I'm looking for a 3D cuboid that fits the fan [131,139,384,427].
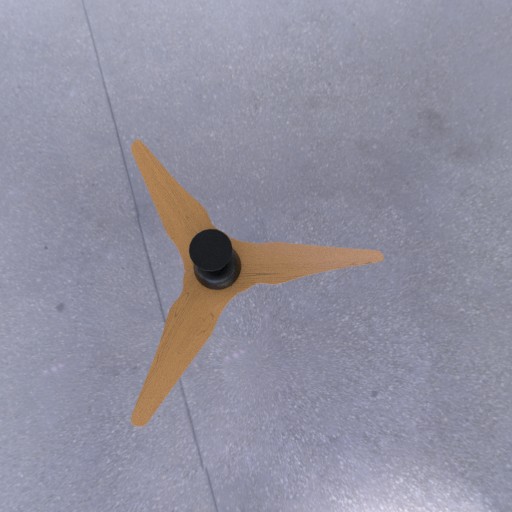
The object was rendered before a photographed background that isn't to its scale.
[{"bbox_3d":[0.000,0.000,1.649,1.010,0.355,1.142,-5,77,-1],"label":"fan"}]
